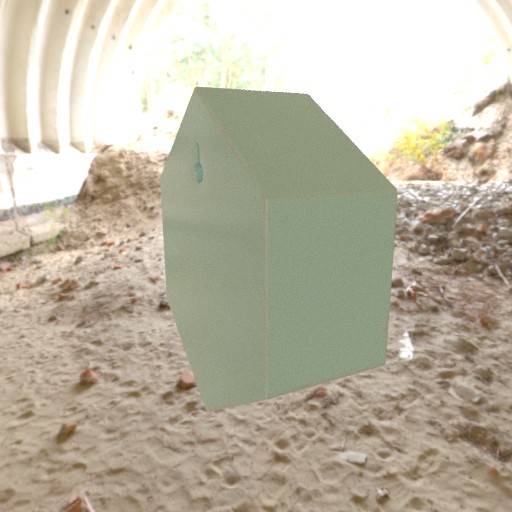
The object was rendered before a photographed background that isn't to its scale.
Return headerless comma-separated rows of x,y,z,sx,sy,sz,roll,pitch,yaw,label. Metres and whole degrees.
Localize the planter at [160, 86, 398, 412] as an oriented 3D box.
0.000,0.000,0.292,0.078,0.207,0.169,-7,15,-26,planter
